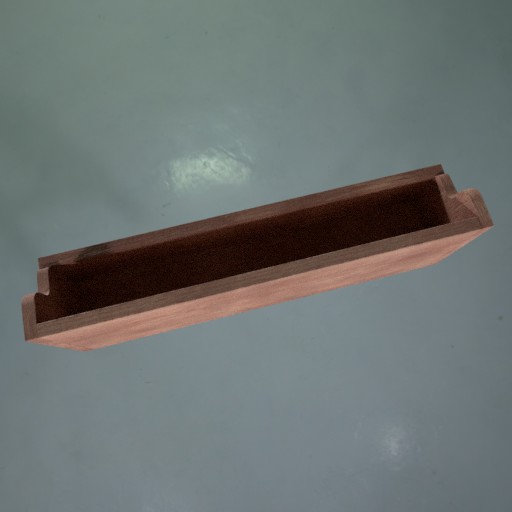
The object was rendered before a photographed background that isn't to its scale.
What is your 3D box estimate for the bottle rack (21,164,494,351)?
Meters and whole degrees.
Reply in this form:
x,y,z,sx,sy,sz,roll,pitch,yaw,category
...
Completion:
x,y,z,sx,sy,sz,roll,pitch,yaw,category
0.000,0.000,0.667,0.608,0.196,0.126,-14,75,-4,bottle rack
